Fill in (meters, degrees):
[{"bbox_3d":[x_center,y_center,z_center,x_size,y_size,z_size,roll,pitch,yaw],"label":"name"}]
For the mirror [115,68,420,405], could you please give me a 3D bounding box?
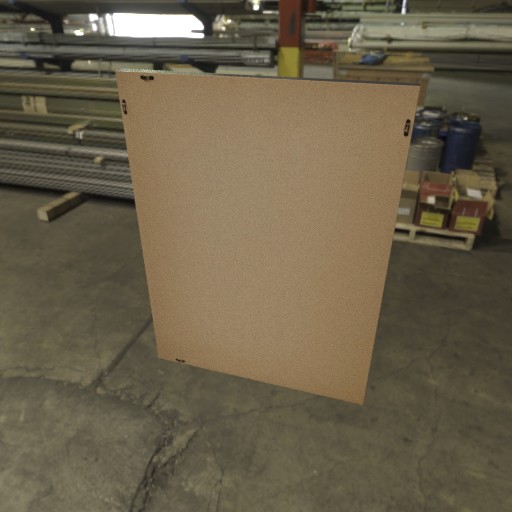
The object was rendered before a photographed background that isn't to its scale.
[{"bbox_3d":[0.000,0.000,1.338,0.762,1.016,0.040,9,32,15],"label":"mirror"}]
